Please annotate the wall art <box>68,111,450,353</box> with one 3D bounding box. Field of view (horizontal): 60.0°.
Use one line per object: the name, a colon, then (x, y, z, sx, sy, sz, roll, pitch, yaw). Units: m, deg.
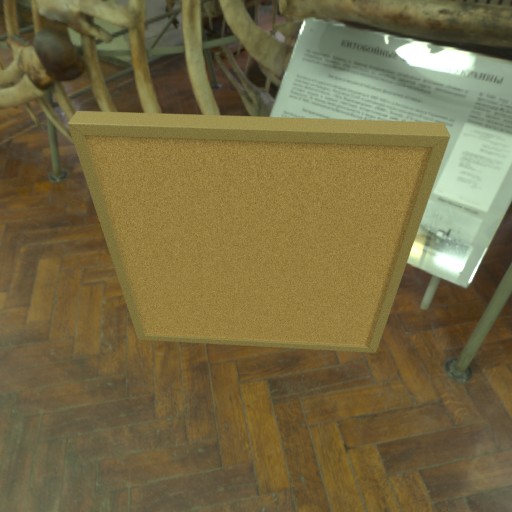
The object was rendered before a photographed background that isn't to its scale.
wall art: (0.000, 0.000, 0.779, 0.509, 0.509, 0.036, 3, 45, 3)
